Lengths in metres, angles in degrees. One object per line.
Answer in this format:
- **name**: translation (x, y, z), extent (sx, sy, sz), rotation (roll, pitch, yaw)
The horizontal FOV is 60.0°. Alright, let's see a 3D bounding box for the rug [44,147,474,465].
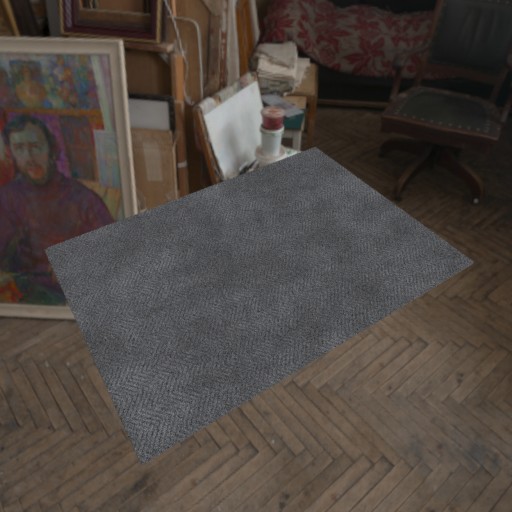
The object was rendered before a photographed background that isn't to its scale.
- **rug**: translation (0.000, 0.000, 2.829), extent (2.235, 0.008, 1.600), rotation (-25, 51, -22)
